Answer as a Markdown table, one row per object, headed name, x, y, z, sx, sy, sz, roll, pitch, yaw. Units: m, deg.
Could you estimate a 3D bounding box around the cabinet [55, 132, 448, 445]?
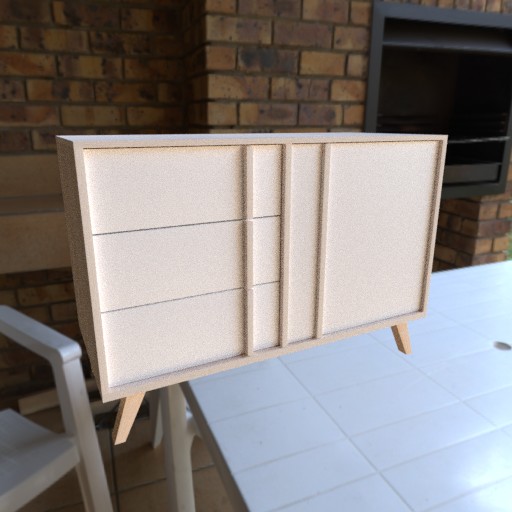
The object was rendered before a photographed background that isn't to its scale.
| name | x | y | z | sx | sy | sz | roll | pitch | yaw |
| --- | --- | --- | --- | --- | --- | --- | --- | --- | --- |
| cabinet | 0.000 | 0.000 | 1.486 | 1.110 | 0.780 | 0.500 | -8 | 19 | -26 |
